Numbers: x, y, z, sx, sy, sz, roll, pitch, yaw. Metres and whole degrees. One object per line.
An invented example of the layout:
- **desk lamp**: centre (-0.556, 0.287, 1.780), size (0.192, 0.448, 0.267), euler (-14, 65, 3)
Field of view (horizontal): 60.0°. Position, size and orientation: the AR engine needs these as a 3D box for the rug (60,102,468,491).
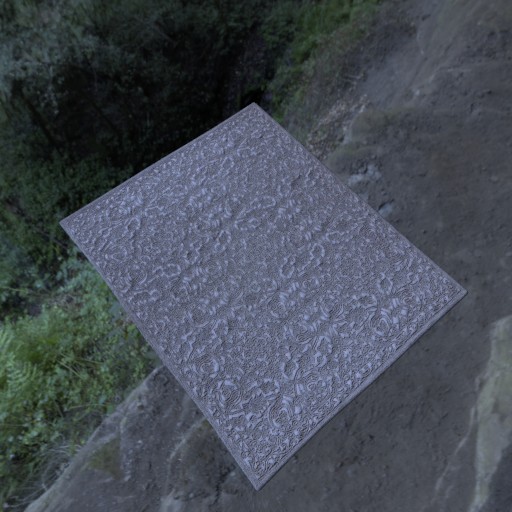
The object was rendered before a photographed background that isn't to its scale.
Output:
- **rug**: centre (0.000, 0.000, 4.138), size (2.472, 0.035, 3.017), euler (-37, 69, -17)
